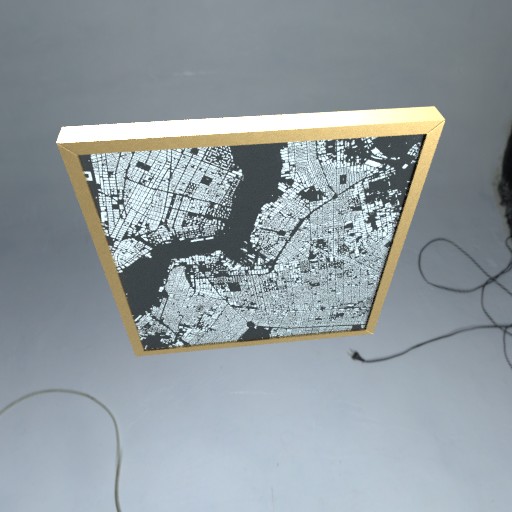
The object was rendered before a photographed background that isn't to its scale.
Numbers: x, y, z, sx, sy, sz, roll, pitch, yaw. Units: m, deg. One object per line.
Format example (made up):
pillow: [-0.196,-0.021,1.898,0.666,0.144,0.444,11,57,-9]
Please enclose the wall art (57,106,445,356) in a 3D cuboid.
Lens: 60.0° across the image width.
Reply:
wall art: [0.000,0.000,1.952,1.284,1.284,0.095,-5,46,-4]
